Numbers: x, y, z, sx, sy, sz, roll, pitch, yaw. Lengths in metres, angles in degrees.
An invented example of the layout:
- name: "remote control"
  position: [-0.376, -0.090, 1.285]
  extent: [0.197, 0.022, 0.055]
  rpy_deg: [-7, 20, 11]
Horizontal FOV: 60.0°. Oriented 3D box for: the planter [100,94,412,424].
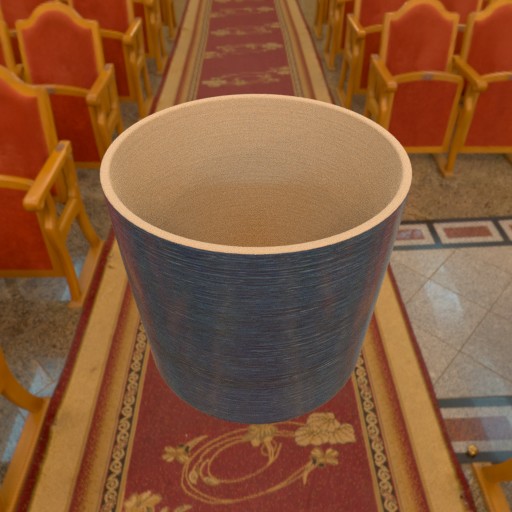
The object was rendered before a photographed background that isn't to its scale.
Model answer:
- name: "planter"
  position: [0.000, 0.000, 0.391]
  extent: [0.221, 0.201, 0.221]
  rpy_deg: [0, 42, 0]
